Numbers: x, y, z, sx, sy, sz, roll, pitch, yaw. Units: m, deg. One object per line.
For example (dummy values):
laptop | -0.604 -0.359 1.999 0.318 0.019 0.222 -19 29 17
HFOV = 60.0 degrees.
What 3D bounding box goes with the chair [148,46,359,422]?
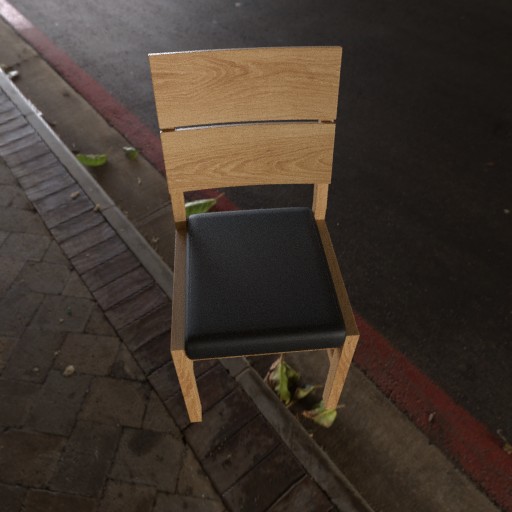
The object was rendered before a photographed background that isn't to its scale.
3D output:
chair | 0.000 0.000 1.272 0.475 0.950 0.569 -4 48 -4
